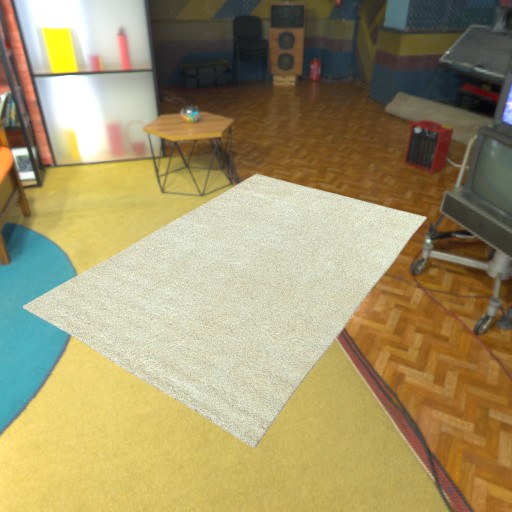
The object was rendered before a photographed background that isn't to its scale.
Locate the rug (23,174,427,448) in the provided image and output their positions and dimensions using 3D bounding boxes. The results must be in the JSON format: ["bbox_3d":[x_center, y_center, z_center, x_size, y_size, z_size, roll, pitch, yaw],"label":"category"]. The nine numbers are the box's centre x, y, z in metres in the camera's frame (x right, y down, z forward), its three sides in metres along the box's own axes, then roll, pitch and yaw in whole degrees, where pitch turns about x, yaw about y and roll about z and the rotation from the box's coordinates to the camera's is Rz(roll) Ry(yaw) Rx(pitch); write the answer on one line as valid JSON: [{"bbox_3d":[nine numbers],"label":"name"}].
[{"bbox_3d":[0.000,0.000,3.375,1.800,0.025,2.699,20,38,28],"label":"rug"}]
